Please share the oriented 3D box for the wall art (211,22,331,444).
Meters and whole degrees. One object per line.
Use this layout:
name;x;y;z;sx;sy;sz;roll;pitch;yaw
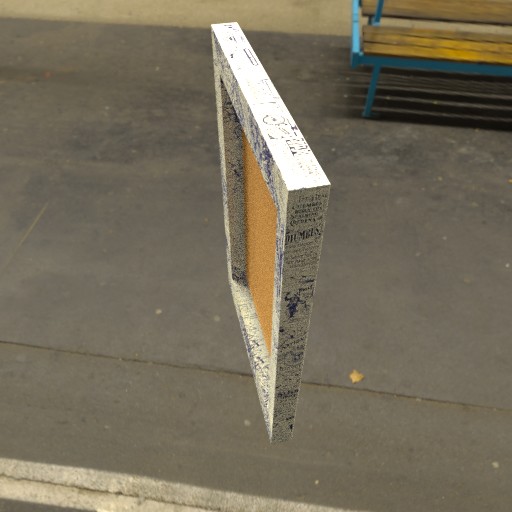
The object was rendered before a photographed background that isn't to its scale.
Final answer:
wall art;0.000;0.000;0.469;0.025;0.376;0.255;-10;48;-9
